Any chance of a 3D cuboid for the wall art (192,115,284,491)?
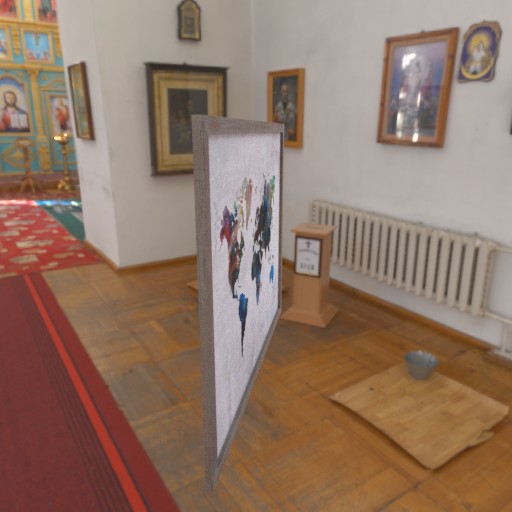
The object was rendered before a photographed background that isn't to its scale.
[{"bbox_3d":[0.000,0.000,1.329,0.019,0.774,1.012,3,16,11],"label":"wall art"}]
